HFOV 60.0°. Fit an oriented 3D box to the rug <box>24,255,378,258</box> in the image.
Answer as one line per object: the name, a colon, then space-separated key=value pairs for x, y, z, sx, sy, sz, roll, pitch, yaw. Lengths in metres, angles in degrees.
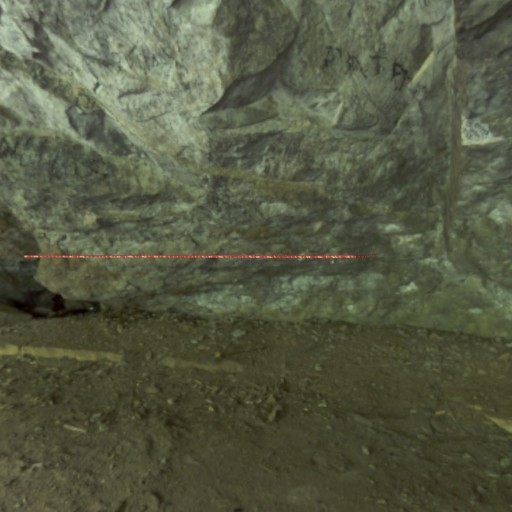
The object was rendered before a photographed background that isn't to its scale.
rug: x=0.000 y=0.000 z=3.019 sx=1.531 sy=0.010 sz=2.442 roll=0 pitch=0 yaw=17
